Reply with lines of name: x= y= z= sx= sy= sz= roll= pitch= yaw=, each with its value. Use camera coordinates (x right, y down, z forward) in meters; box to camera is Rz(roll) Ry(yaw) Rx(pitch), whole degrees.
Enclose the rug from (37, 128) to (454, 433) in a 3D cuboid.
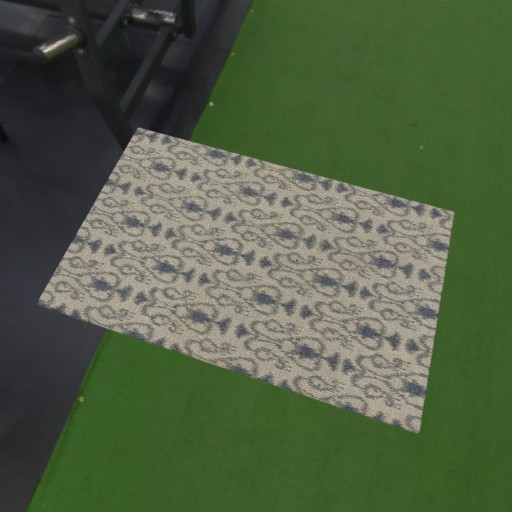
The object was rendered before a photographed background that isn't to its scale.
rug: x=0.000 y=0.000 z=2.009 sx=1.652 sy=0.006 sz=1.035 roll=17 pitch=66 yaw=8
